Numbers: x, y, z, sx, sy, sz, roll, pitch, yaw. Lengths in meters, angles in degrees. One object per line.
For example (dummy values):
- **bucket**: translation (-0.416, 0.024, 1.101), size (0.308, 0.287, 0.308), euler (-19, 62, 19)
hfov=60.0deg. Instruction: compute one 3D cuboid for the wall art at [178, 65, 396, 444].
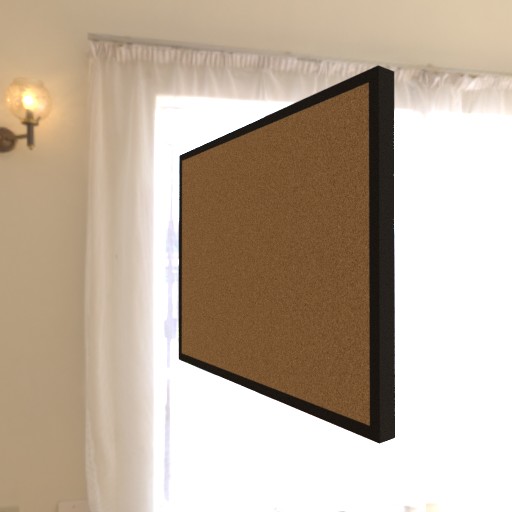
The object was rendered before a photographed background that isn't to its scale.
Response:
- **wall art**: translation (0.000, 0.000, 0.766), size (0.030, 0.454, 0.554), euler (0, -1, -35)
